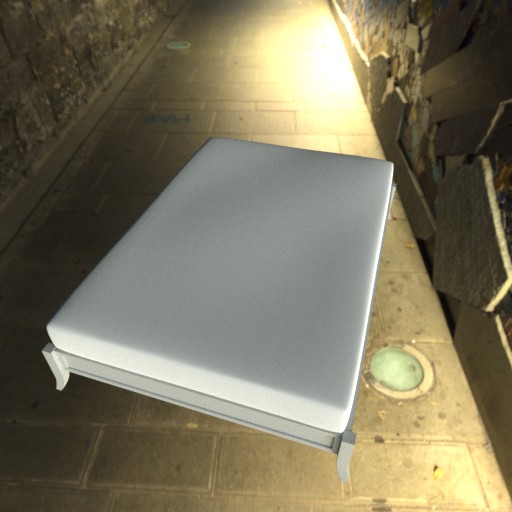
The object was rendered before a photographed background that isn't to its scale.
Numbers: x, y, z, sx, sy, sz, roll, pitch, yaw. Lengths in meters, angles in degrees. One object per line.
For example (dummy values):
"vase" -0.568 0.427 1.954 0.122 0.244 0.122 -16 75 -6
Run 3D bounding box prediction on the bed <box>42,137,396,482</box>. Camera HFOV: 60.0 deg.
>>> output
"bed" 0.000 0.000 2.590 1.460 0.510 1.985 12 43 13
